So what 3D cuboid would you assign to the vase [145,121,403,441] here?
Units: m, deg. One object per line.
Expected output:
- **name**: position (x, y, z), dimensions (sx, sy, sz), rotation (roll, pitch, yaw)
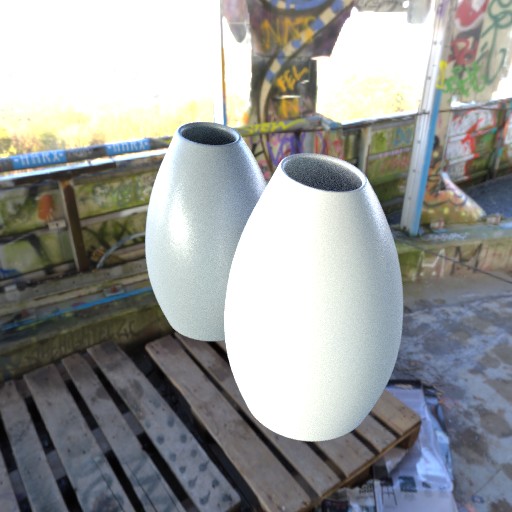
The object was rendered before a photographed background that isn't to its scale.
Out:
- **vase**: position (0.000, 0.000, 0.256), dimensions (0.089, 0.131, 0.187), rotation (-18, 32, -31)
